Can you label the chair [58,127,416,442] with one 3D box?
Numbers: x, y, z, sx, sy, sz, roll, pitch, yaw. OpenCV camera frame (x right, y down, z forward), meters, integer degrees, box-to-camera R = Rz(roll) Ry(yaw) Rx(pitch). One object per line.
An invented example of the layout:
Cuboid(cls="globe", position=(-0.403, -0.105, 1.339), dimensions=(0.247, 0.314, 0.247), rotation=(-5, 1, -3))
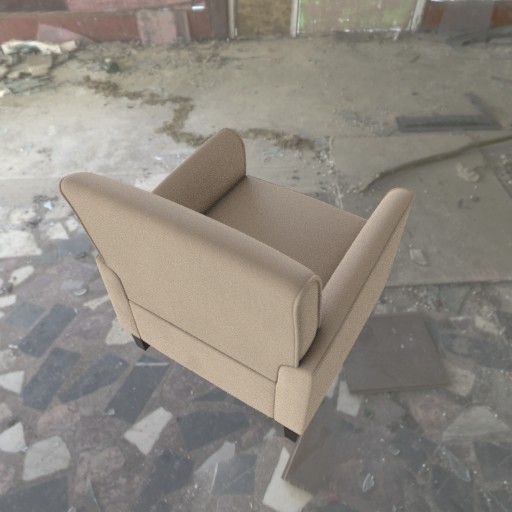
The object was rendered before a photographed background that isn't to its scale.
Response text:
Cuboid(cls="chair", position=(0.000, 0.000, 1.576), dimensions=(0.820, 0.915, 0.820), rotation=(24, 51, 22))
